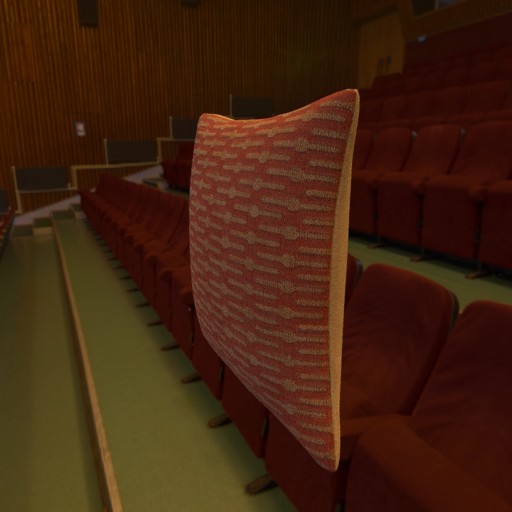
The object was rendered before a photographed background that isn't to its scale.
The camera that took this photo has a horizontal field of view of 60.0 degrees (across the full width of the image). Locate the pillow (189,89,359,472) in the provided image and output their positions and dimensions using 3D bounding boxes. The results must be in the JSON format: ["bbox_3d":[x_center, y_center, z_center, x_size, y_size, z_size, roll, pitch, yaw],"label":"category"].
[{"bbox_3d":[0.000,0.000,0.774,0.182,0.503,0.511,-7,16,-25],"label":"pillow"}]
